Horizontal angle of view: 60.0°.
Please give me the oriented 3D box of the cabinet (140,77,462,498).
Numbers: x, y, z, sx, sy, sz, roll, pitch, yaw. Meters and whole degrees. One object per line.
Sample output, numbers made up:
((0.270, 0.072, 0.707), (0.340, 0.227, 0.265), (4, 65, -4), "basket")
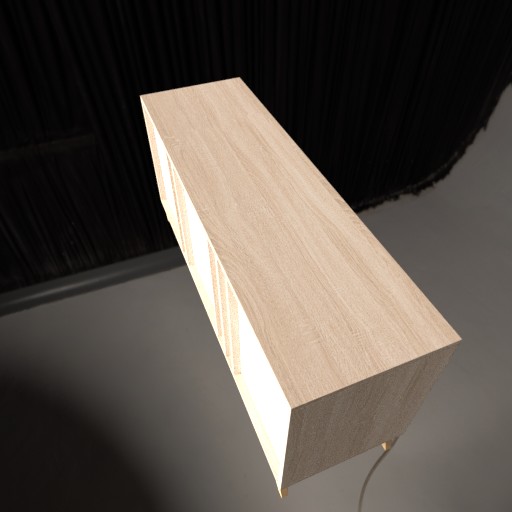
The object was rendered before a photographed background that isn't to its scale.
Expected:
((0.000, 0.000, 1.910), (0.500, 0.780, 1.649), (-17, 49, -15), "cabinet")
